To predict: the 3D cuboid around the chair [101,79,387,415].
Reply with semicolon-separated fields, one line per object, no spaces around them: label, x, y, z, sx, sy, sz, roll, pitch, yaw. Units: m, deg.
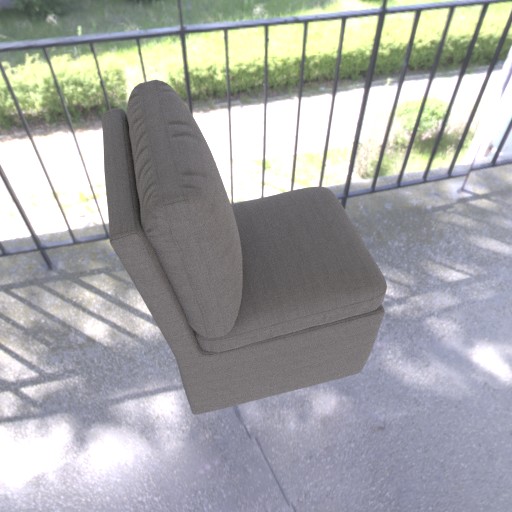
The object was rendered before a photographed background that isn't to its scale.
chair;0.000;0.000;1.323;0.698;0.927;0.503;-11;49;-10
